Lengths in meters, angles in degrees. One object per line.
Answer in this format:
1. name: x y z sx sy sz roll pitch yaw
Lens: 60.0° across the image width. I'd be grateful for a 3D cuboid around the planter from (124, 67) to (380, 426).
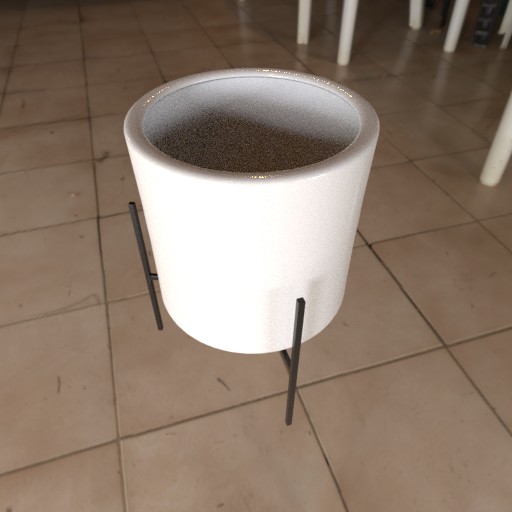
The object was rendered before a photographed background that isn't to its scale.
1. planter: 0.000 0.000 0.727 0.360 0.480 0.361 -13 44 -14
